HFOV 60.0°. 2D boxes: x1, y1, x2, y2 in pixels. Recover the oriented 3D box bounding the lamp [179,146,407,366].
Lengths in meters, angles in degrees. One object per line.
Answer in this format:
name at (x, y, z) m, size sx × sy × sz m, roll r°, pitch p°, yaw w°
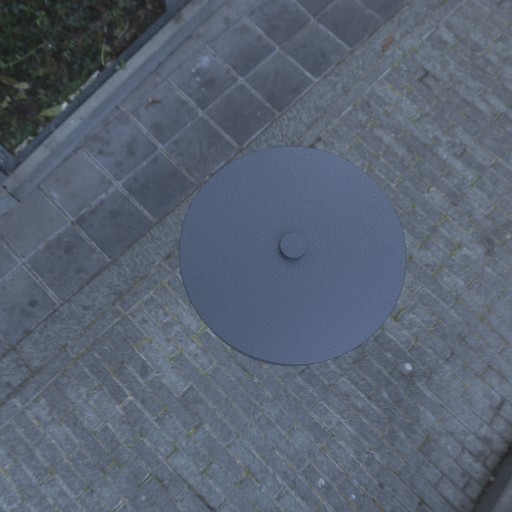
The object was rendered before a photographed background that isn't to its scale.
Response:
lamp at (0.000, 0.000, 0.696) m, size 0.229 × 0.508 × 0.369 m, roll -30°, pitch 77°, yaw -8°
